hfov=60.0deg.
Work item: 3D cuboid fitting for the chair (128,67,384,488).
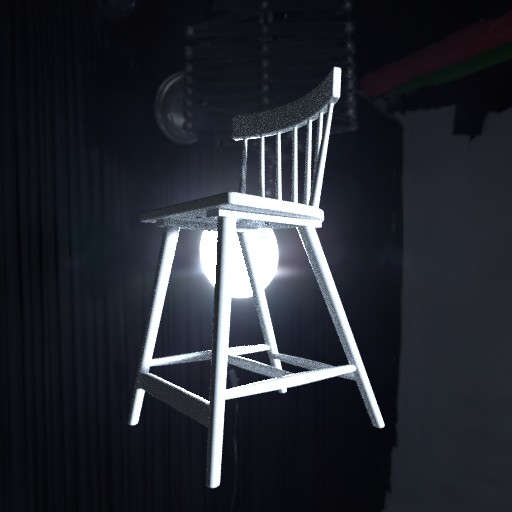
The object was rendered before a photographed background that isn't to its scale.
[{"bbox_3d":[0.000,0.000,1.249,0.572,0.952,0.483,1,-1,-37],"label":"chair"}]
